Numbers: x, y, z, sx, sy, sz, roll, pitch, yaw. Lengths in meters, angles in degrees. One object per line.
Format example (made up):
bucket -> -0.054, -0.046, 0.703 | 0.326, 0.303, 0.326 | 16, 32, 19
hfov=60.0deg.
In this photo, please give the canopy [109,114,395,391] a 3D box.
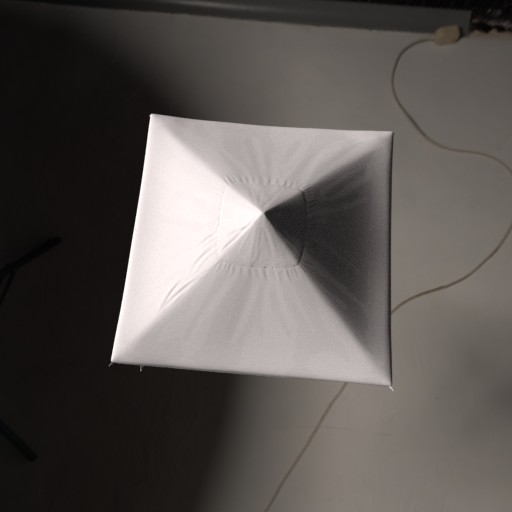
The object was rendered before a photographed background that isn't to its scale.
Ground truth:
canopy -> 0.000, 0.000, 5.554 | 3.121, 2.997, 3.043 | 5, 75, 1
